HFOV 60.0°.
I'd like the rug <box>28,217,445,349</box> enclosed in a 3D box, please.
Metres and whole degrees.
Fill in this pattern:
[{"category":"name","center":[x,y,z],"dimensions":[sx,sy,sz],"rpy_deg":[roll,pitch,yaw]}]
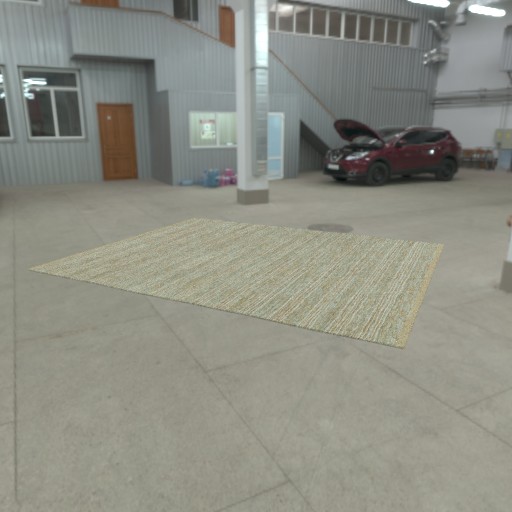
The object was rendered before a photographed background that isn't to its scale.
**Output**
[{"category":"rug","center":[0.000,0.000,4.093],"dimensions":[3.034,0.012,2.471],"rpy_deg":[8,18,26]}]
